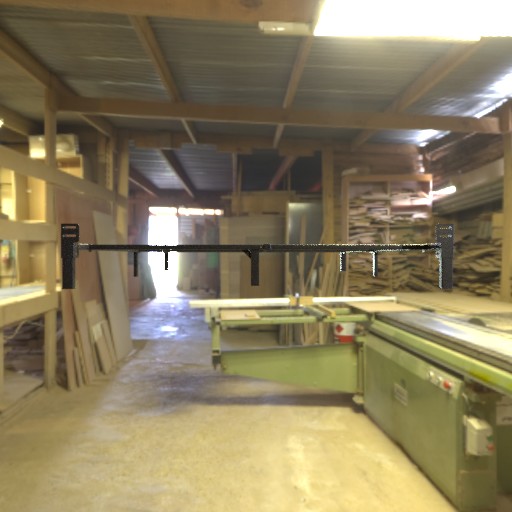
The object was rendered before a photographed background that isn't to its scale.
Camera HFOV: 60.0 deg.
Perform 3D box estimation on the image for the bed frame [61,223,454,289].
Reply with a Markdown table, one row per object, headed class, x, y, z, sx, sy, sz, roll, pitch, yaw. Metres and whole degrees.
| class | x | y | z | sx | sy | sz | roll | pitch | yaw |
| --- | --- | --- | --- | --- | --- | --- | --- | --- | --- |
| bed frame | 0.000 | 0.000 | 2.675 | 1.498 | 0.248 | 1.990 | 0 | 0 | -1 |
